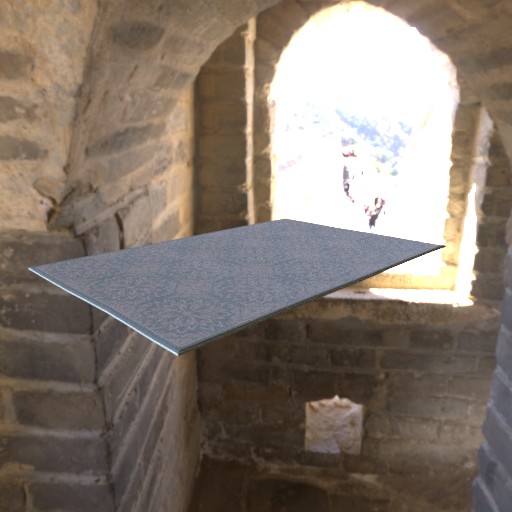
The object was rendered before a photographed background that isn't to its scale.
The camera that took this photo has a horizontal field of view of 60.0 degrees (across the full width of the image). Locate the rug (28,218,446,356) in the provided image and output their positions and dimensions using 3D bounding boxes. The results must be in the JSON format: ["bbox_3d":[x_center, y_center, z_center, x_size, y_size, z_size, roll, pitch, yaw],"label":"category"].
[{"bbox_3d":[0.000,0.000,3.449,2.746,0.018,1.819,-15,21,-43],"label":"rug"}]
